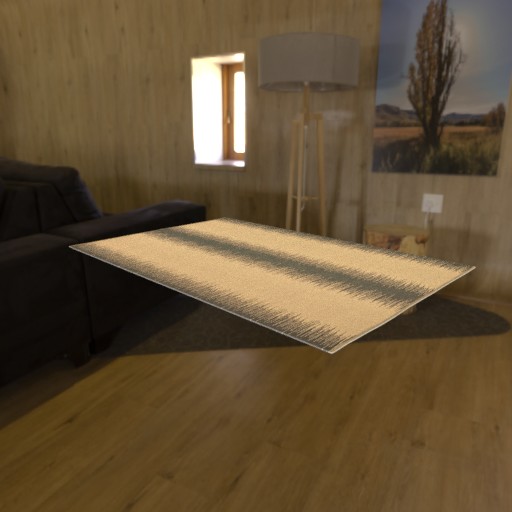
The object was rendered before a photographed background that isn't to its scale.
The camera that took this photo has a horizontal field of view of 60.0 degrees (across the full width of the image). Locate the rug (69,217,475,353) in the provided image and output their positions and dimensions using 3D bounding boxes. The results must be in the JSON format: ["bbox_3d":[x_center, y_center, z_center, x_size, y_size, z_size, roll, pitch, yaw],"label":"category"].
[{"bbox_3d":[0.000,0.000,2.388,1.854,0.006,1.234,15,22,42],"label":"rug"}]
